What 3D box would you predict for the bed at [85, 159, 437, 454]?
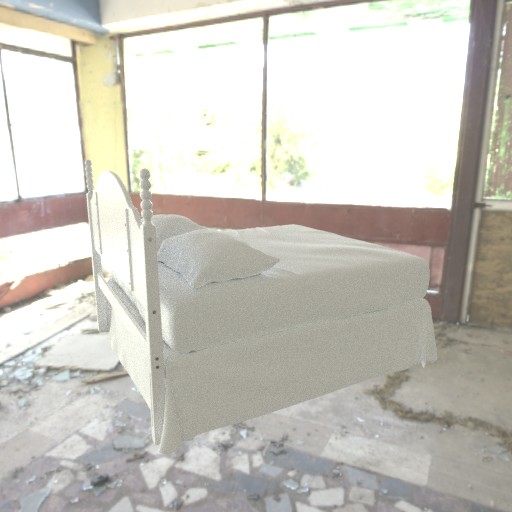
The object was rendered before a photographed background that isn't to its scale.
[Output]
[{"bbox_3d":[0.000,0.000,3.219,2.040,1.356,1.873,-7,16,-28],"label":"bed"}]
